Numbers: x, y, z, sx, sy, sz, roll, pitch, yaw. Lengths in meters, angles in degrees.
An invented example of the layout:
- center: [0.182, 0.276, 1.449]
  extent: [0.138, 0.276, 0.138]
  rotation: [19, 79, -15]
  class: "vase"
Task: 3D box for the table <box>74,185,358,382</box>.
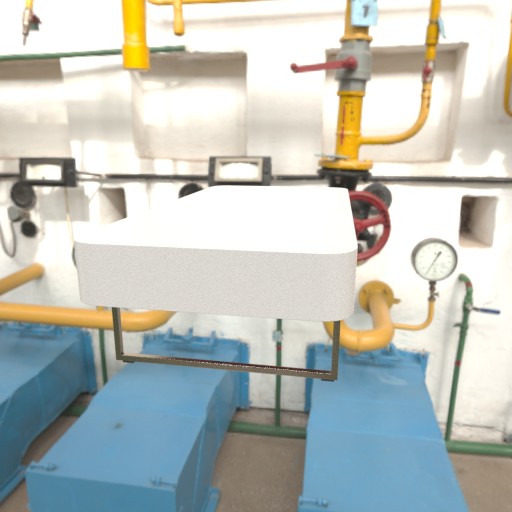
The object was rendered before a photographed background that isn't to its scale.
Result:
- center: [0.000, 0.000, 1.473]
  extent: [0.600, 0.340, 1.200]
  rotation: [3, 15, 10]
  class: "table"
